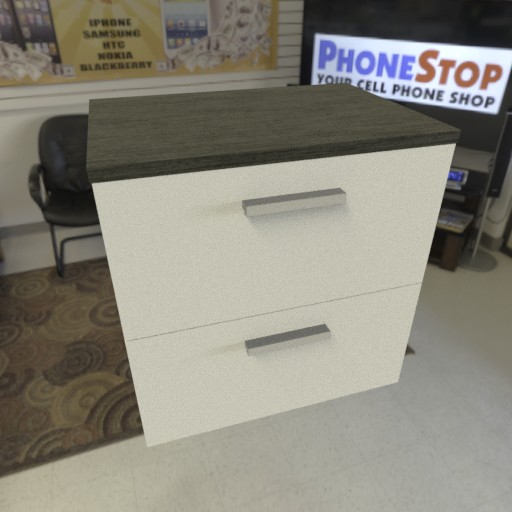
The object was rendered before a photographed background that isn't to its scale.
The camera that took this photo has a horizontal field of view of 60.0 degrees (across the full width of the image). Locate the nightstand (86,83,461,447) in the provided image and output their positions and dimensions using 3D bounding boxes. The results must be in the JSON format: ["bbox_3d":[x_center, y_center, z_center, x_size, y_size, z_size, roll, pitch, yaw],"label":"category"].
[{"bbox_3d":[0.000,0.000,0.733,0.441,0.460,0.325,-9,33,-14],"label":"nightstand"}]
